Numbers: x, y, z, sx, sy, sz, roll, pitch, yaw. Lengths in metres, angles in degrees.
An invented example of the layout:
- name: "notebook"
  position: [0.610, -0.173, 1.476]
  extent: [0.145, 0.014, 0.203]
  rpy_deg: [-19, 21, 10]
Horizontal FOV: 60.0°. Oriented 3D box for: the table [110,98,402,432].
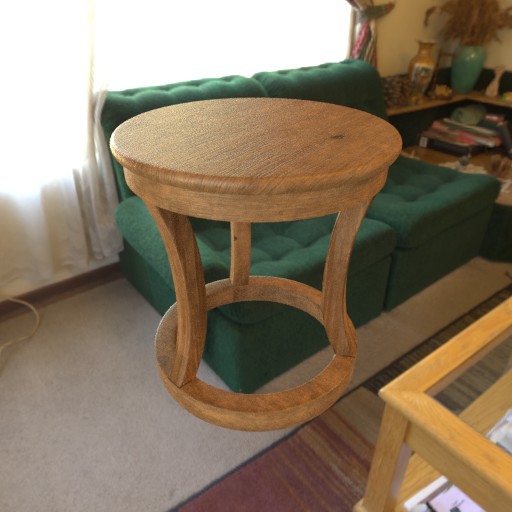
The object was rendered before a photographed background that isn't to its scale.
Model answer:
- name: "table"
  position: [0.000, 0.000, 0.795]
  extent: [0.432, 0.460, 0.432]
  rpy_deg: [0, 31, 0]
